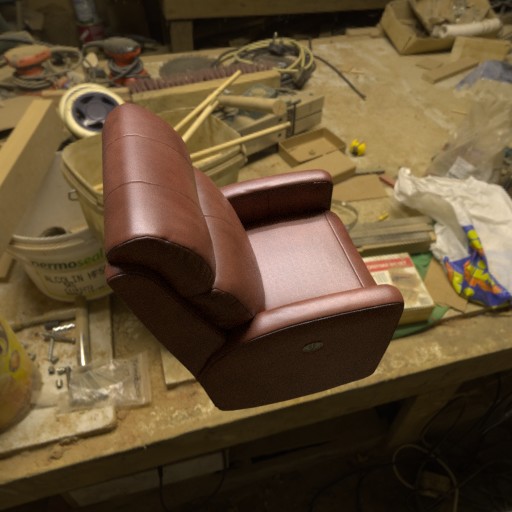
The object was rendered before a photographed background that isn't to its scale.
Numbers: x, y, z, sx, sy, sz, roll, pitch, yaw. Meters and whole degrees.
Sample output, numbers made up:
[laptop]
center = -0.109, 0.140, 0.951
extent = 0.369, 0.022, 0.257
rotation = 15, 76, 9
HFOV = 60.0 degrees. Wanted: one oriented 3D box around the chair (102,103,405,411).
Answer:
[chair]
center = 0.000, 0.000, 1.684
extent = 0.939, 1.016, 0.787
rotation = -10, 48, -9
